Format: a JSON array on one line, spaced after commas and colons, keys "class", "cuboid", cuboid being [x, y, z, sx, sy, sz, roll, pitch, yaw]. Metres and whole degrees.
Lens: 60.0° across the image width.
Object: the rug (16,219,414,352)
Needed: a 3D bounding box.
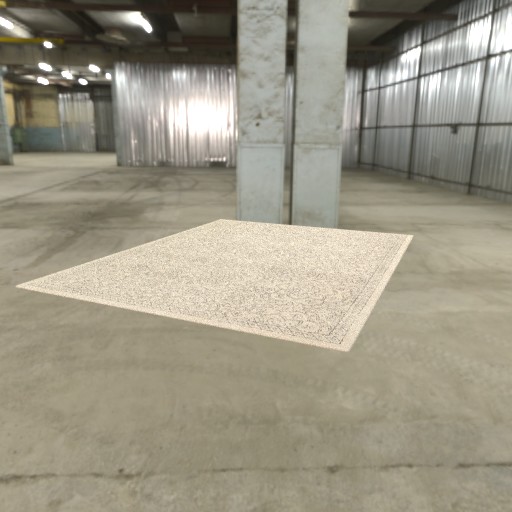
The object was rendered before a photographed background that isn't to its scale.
[{"class": "rug", "cuboid": [0.000, 0.000, 4.057, 2.441, 0.015, 3.050, 7, 16, 24]}]
